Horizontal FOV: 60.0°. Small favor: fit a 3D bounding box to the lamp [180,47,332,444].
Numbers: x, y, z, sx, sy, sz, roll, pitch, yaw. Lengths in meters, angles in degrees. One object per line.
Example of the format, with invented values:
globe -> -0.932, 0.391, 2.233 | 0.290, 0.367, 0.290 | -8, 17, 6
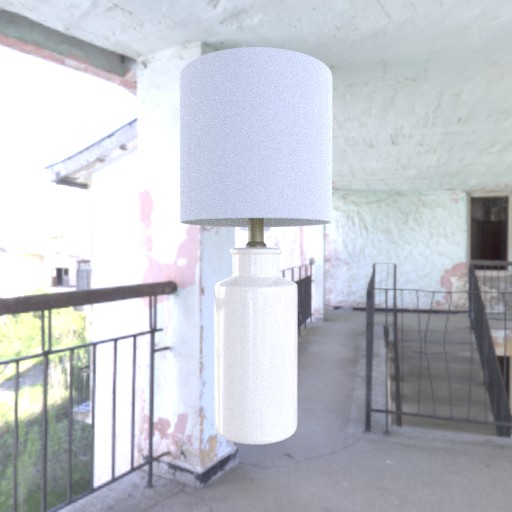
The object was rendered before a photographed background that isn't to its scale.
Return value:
lamp -> 0.000, 0.000, 0.628 | 0.212, 0.493, 0.212 | 1, 1, 37
